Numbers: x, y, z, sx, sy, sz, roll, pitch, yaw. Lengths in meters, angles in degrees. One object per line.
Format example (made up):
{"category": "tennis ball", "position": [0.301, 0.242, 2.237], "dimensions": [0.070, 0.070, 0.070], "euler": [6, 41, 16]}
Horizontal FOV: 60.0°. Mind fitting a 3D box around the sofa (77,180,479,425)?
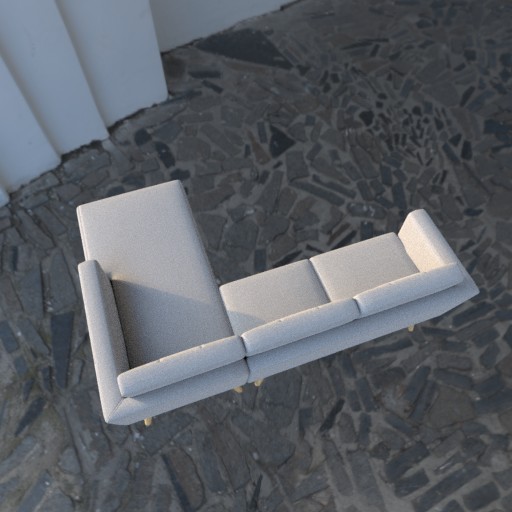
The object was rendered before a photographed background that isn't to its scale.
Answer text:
{"category": "sofa", "position": [0.000, 0.000, 2.800], "dimensions": [2.040, 0.860, 1.530], "euler": [-17, 61, -10]}
